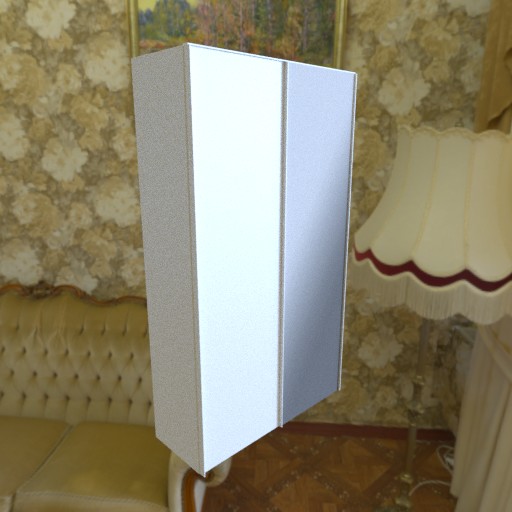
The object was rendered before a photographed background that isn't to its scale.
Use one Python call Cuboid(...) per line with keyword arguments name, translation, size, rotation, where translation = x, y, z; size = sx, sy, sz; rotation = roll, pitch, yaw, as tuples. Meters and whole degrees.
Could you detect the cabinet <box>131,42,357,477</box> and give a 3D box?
Cuboid(name="cabinet", translation=(0.000, 0.000, 2.705), size=(1.250, 2.160, 0.480), rotation=(-14, 20, -42))
